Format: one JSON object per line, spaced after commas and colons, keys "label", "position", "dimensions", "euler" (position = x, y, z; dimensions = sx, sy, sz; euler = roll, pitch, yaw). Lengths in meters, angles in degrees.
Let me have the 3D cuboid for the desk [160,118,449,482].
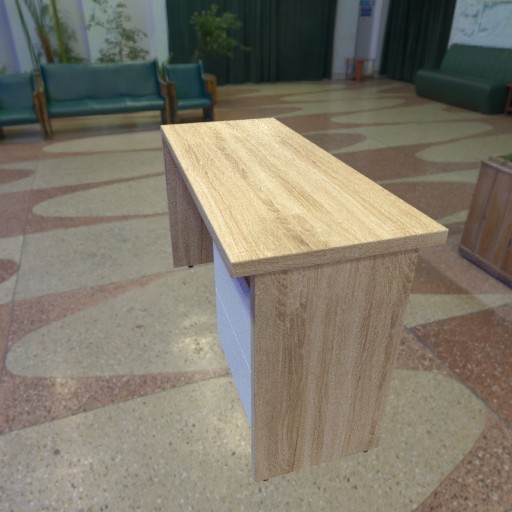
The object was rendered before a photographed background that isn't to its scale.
{"label": "desk", "position": [0.000, 0.000, 1.646], "dimensions": [0.500, 0.750, 1.300], "euler": [-9, 30, -15]}
